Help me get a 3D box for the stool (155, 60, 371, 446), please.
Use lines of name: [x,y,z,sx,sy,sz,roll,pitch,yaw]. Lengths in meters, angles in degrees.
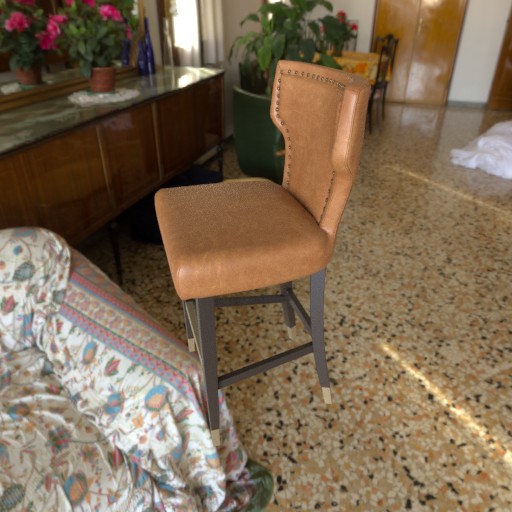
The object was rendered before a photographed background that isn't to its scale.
stool: [0.000,0.000,1.414,0.563,1.092,0.526,-9,32,-14]
